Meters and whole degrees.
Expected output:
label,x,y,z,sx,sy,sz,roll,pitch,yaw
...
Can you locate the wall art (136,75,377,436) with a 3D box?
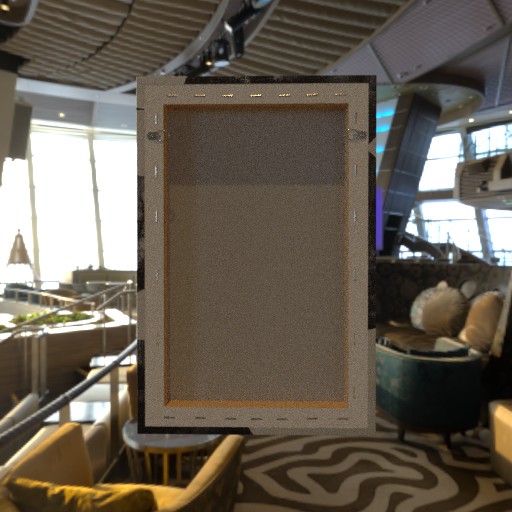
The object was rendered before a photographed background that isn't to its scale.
label,x,y,z,sx,sy,sz,roll,pitch,yaw
wall art,0.000,0.000,0.770,0.407,0.610,0.039,0,1,1
